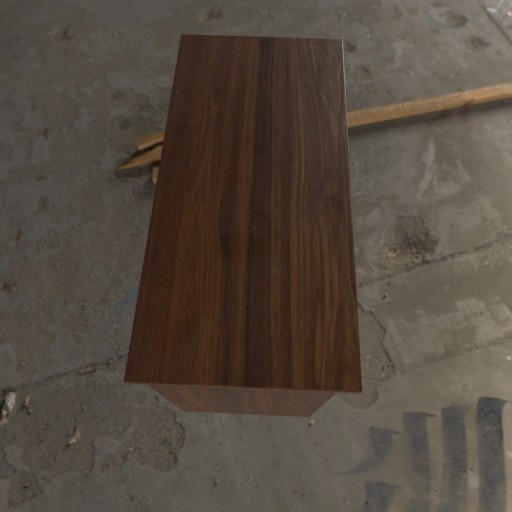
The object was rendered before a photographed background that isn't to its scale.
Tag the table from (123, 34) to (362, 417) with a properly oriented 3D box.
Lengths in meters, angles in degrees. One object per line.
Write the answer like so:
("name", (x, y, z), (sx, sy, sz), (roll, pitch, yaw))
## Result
("table", (0.000, 0.000, 1.202), (0.390, 0.725, 0.802), (2, 65, 1))
